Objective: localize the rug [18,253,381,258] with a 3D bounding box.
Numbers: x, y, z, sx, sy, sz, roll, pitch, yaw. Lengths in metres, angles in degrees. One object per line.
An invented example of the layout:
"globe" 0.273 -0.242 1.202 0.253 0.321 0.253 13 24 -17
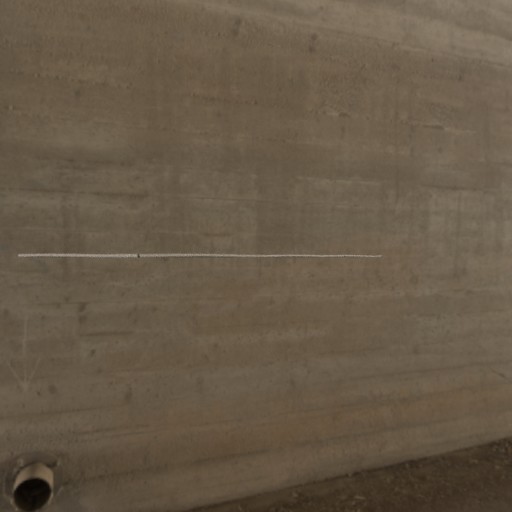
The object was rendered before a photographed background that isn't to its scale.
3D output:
"rug" 0.000 0.000 2.349 0.645 0.015 2.182 0 0 34
